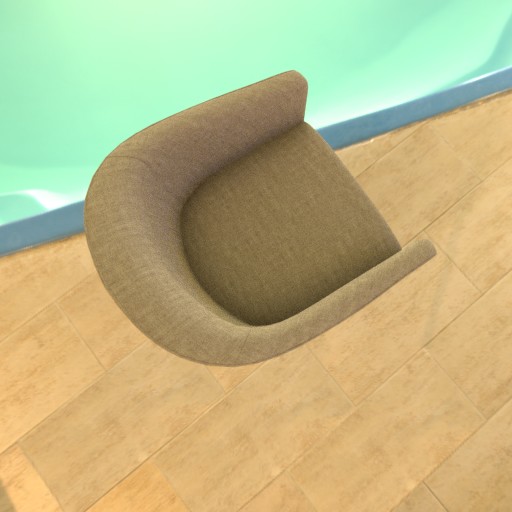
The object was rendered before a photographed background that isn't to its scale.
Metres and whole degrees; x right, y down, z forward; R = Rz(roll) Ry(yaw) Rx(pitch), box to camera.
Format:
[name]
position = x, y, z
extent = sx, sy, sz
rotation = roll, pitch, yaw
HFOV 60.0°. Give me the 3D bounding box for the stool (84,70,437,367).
[stool]
position = 0.000, 0.000, 1.273
extent = 0.635, 0.952, 0.559
rotation = -32, 78, -7
